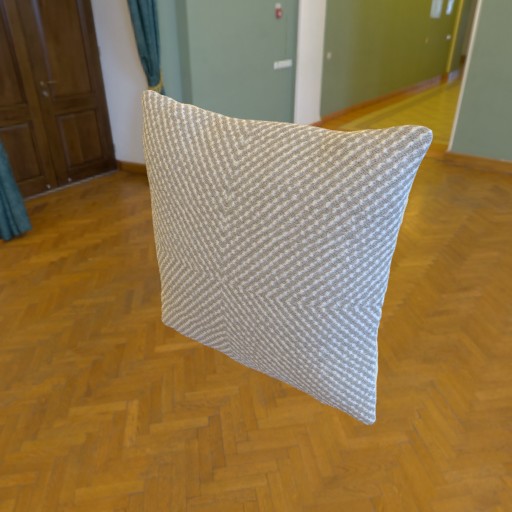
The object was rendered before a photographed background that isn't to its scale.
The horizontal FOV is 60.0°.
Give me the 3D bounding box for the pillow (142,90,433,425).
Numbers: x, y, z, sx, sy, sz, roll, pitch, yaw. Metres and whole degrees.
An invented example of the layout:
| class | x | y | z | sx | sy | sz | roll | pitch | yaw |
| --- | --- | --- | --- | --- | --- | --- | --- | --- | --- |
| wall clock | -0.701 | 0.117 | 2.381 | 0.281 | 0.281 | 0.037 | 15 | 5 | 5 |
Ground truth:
| class | x | y | z | sx | sy | sz | roll | pitch | yaw |
| --- | --- | --- | --- | --- | --- | --- | --- | --- | --- |
| pillow | 0.000 | 0.000 | 0.700 | 0.459 | 0.458 | 0.181 | 19 | 34 | 30 |
